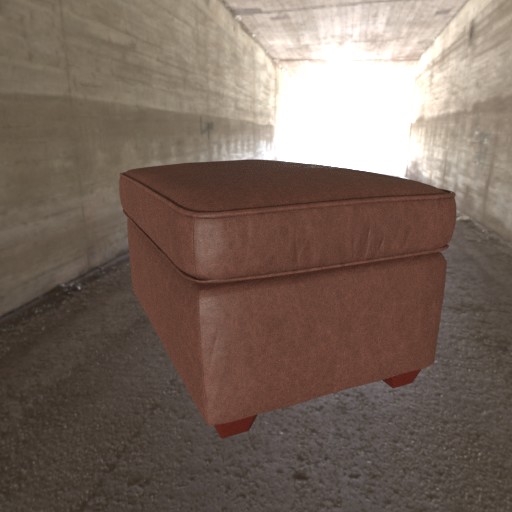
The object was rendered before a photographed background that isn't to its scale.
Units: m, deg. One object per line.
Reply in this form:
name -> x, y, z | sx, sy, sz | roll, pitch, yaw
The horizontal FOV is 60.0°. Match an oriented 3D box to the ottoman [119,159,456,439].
ottoman -> 0.000, 0.000, 1.089 | 0.548, 0.449, 0.749 | -7, 17, -23
